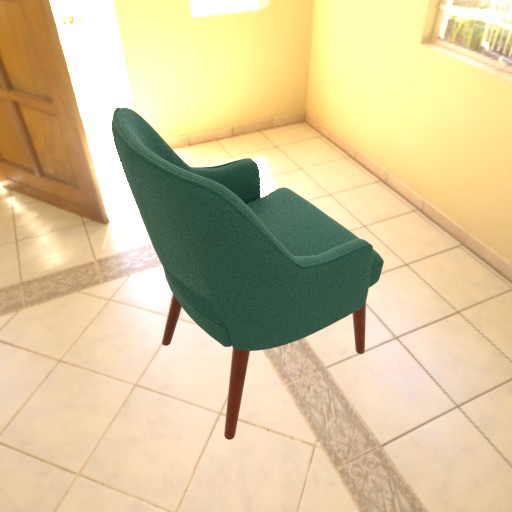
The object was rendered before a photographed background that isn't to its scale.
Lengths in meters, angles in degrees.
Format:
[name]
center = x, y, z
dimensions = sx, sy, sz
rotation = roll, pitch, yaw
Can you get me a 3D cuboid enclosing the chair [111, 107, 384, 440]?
[chair]
center = 0.000, 0.000, 1.232
dimensions = 0.605, 0.849, 0.548
rotation = -25, 47, -26
